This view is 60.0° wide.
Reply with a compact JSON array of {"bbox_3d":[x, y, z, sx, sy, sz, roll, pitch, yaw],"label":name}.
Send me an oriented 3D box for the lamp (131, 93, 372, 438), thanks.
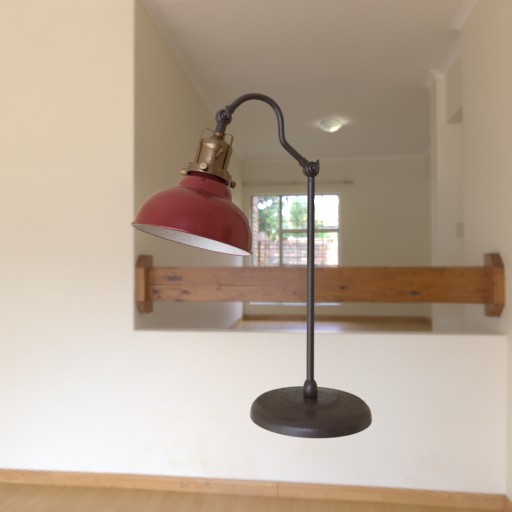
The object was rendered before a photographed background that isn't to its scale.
[{"bbox_3d":[0.000,0.000,0.686,0.374,0.508,0.192,0,-1,-18],"label":"lamp"}]
